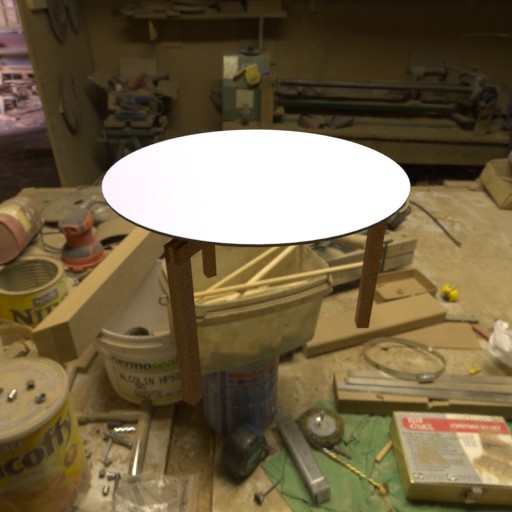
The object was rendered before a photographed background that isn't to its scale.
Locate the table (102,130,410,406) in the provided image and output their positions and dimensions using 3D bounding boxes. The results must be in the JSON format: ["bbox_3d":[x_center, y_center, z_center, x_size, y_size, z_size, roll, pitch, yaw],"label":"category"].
[{"bbox_3d":[0.000,0.000,1.003,0.600,0.405,0.600,0,31,0],"label":"table"}]
